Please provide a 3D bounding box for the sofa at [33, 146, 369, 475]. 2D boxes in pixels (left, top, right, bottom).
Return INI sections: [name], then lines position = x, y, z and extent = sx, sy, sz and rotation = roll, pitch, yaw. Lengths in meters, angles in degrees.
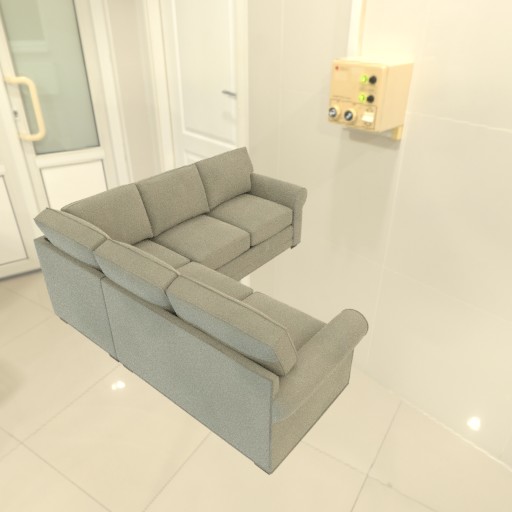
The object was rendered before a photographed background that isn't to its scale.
[sofa]
position = 0.000, 0.000, 3.826
extent = 2.487, 1.053, 2.562
rotation = 23, 37, 33
